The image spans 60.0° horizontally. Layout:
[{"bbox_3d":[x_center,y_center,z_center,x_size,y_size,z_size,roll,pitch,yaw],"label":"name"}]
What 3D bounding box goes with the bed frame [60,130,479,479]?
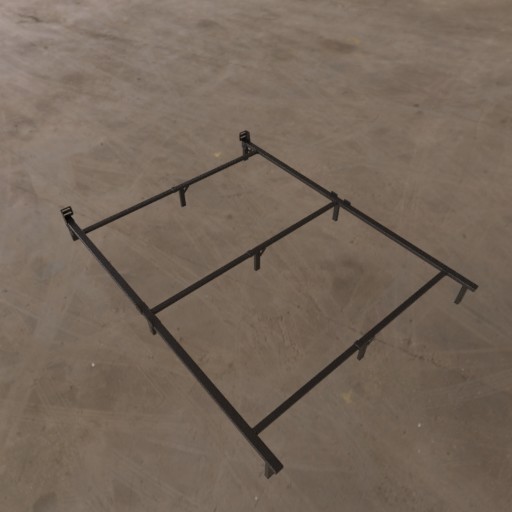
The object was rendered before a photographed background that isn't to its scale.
[{"bbox_3d":[0.000,0.000,2.635,1.498,0.248,1.990,-31,53,-27],"label":"bed frame"}]
